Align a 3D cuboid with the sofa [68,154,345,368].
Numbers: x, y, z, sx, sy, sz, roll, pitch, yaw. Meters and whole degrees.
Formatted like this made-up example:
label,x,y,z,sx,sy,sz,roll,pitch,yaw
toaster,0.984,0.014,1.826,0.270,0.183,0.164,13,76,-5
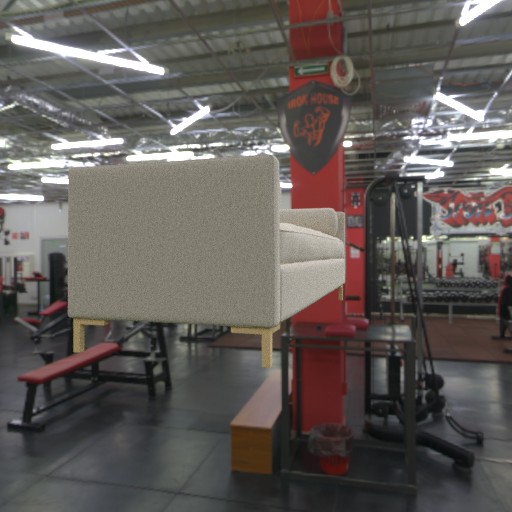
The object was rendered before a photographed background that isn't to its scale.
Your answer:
label,x,y,z,sx,sy,sz,roll,pitch,yaw
sofa,0.000,0.000,2.324,0.746,0.641,1.985,0,0,17
